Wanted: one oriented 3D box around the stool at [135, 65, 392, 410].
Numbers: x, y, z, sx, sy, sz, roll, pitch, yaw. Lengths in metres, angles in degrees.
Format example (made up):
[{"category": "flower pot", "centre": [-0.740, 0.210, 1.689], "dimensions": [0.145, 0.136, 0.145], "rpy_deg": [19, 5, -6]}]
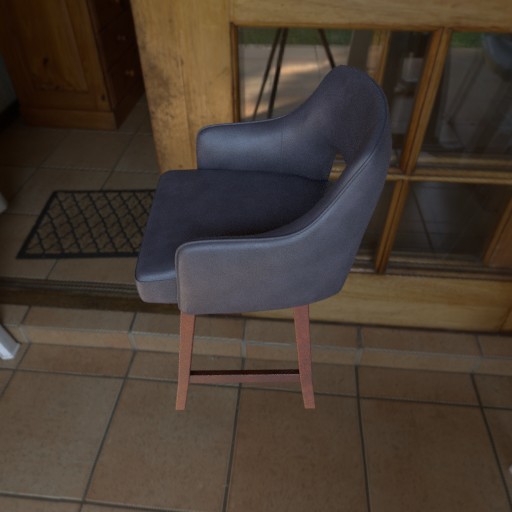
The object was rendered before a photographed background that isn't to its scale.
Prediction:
[{"category": "stool", "centre": [0.000, 0.000, 1.245], "dimensions": [0.560, 0.936, 0.550], "rpy_deg": [-1, 43, -1]}]
